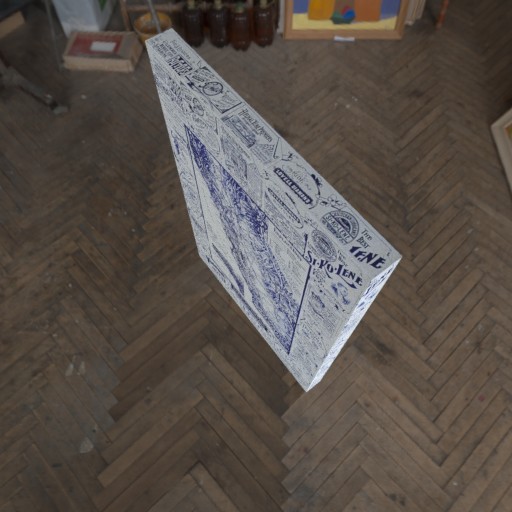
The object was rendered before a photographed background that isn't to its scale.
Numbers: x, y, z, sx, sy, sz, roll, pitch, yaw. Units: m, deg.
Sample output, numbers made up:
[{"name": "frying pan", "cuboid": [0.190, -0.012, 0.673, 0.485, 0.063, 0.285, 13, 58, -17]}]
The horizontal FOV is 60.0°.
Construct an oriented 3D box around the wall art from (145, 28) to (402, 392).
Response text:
[{"name": "wall art", "cuboid": [0.000, 0.000, 0.472, 0.025, 0.376, 0.255, -34, 68, -16]}]
